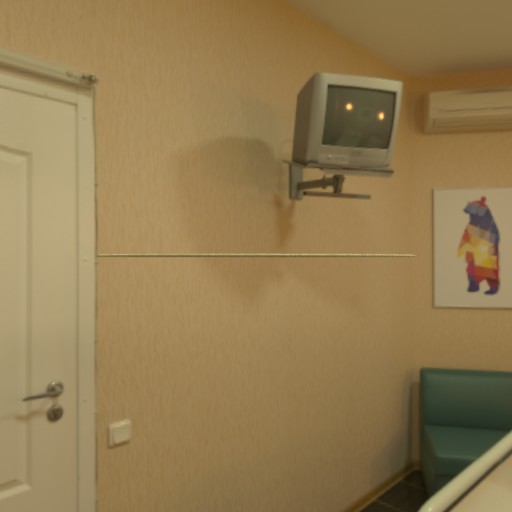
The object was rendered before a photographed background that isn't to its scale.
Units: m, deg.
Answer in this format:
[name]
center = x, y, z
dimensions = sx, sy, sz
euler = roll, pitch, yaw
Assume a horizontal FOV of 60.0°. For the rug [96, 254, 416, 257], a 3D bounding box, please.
[rug]
center = 0.000, 0.000, 2.349
dimensions = 1.593, 0.012, 1.593
euler = 0, 0, 0
